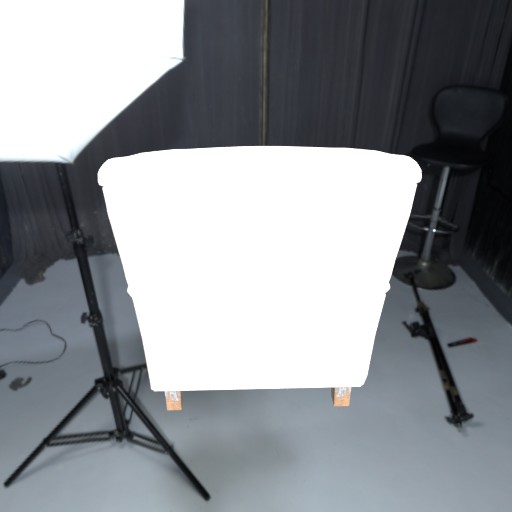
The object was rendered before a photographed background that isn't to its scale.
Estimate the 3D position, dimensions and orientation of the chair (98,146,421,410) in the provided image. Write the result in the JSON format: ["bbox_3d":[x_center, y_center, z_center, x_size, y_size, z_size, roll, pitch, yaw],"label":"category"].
[{"bbox_3d":[0.000,0.000,1.815,0.879,1.119,0.953,-1,30,-1],"label":"chair"}]
